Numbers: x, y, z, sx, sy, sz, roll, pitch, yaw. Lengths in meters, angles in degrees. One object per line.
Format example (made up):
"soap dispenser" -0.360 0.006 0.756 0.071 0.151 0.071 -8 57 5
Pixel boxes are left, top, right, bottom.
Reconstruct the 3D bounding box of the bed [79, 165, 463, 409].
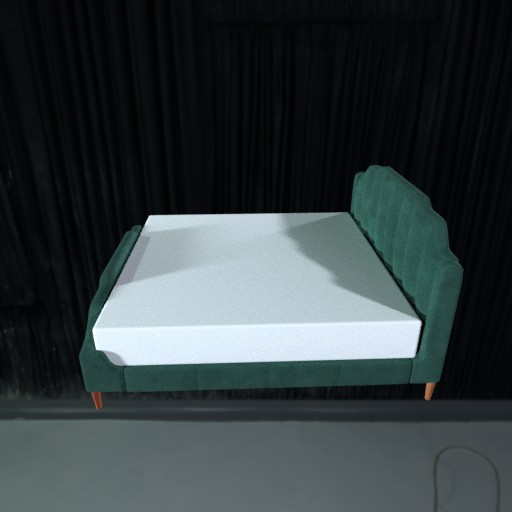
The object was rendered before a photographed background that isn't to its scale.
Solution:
"bed" 0.000 0.000 3.612 2.340 1.245 2.074 -1 26 -2
